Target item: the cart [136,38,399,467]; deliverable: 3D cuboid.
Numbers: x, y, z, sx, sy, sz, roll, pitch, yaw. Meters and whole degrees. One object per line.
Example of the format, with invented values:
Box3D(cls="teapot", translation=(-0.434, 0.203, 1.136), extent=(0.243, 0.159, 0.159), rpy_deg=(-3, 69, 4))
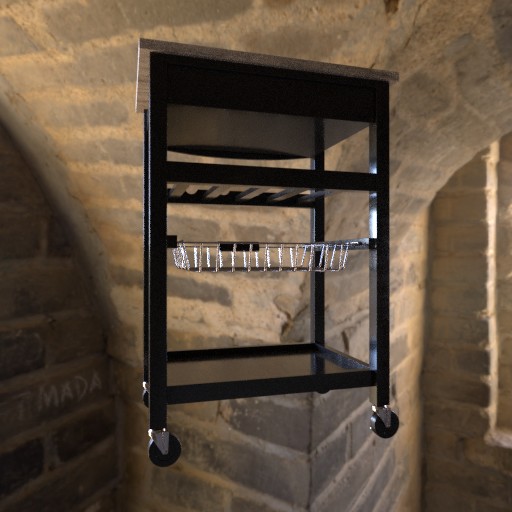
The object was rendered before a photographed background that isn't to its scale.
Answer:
Box3D(cls="cart", translation=(0.000, 0.000, 1.125), extent=(0.584, 0.839, 0.403), rpy_deg=(0, 0, -16))
